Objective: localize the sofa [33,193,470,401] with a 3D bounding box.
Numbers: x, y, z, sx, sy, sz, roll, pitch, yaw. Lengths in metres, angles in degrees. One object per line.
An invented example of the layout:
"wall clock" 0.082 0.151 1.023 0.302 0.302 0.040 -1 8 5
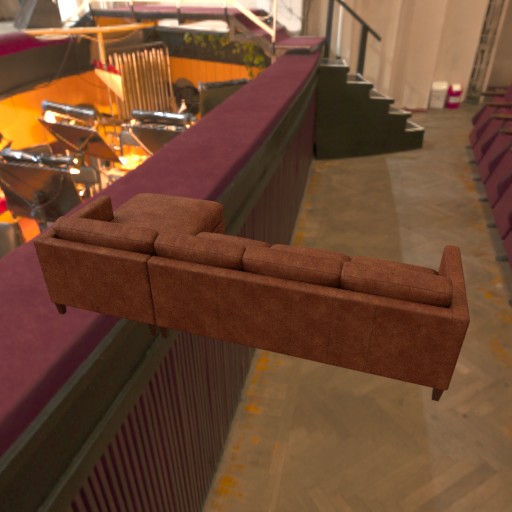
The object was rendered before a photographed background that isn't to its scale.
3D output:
"sofa" 0.000 0.000 3.858 3.203 0.883 1.581 10 33 15
